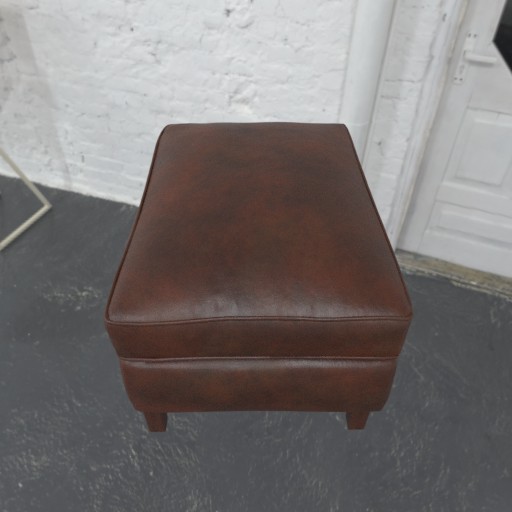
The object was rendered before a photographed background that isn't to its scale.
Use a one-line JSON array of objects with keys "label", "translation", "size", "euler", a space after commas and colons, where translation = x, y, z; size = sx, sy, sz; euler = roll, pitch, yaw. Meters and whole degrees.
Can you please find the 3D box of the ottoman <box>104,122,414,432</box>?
[{"label": "ottoman", "translation": [0.000, 0.000, 0.987], "size": [0.501, 0.432, 0.665], "euler": [0, 42, 0]}]
